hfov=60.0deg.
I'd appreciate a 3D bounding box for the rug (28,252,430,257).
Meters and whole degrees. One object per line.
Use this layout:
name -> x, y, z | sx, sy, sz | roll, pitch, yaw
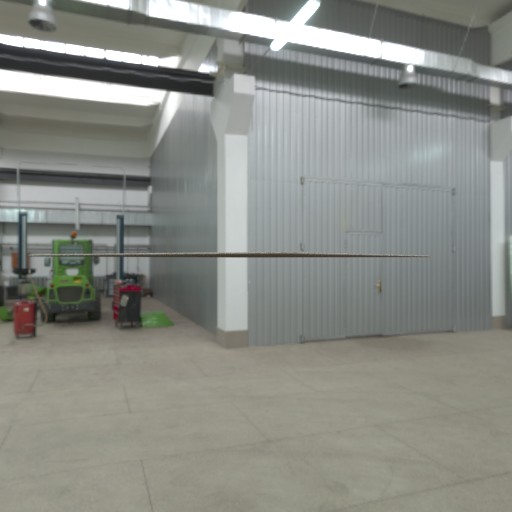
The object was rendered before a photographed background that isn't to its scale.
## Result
rug -> 0.000, 0.000, 4.191 | 2.441, 0.016, 3.050 | 0, 0, 35
